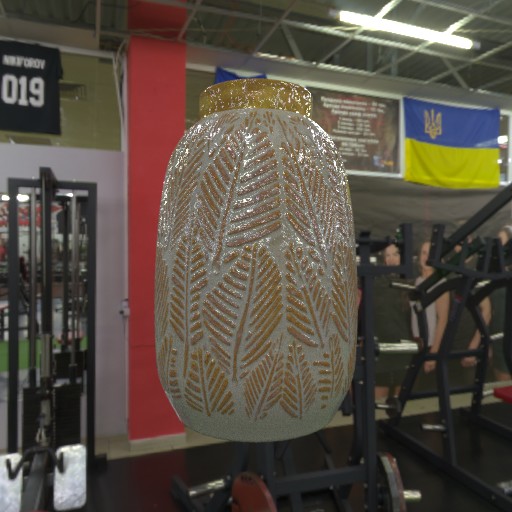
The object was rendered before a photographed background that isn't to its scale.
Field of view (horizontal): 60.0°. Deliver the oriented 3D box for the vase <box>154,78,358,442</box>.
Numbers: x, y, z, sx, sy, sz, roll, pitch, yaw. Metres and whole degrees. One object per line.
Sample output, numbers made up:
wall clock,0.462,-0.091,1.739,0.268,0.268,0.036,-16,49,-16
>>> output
vase,0.000,0.000,0.384,0.172,0.270,0.172,0,1,0
